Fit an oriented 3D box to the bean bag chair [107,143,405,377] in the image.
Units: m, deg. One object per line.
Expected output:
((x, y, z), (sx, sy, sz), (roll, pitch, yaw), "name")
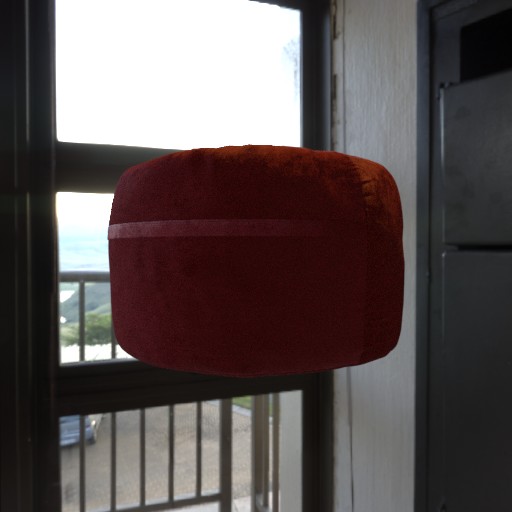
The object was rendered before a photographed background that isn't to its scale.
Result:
((0.000, 0.000, 1.917), (1.219, 0.762, 1.219), (0, 1, 0), "bean bag chair")
